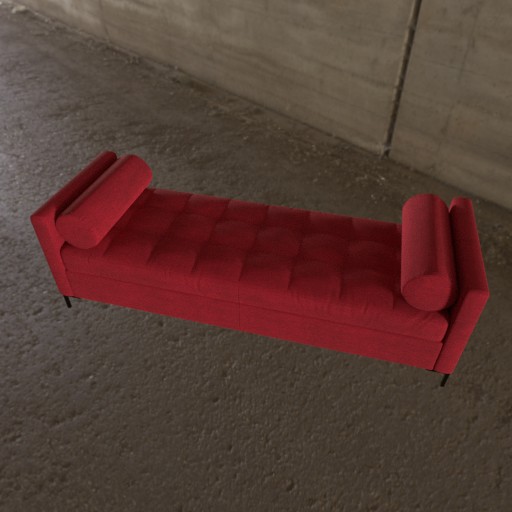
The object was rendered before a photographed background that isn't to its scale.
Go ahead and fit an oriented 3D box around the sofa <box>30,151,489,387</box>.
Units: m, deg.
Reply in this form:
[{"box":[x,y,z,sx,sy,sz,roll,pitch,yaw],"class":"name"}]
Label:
[{"box":[0.000,0.000,2.278,1.981,0.635,0.686,10,41,11],"class":"sofa"}]
